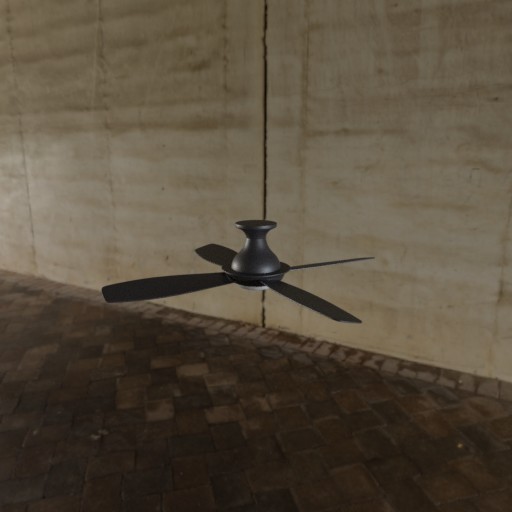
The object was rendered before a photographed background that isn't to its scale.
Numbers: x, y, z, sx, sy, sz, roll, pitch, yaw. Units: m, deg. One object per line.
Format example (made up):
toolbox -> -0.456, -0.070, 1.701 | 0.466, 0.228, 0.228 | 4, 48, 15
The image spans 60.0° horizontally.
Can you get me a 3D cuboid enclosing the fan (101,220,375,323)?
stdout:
fan -> 0.000, 0.000, 2.526 | 1.694, 0.382, 1.694 | -7, 15, -27
